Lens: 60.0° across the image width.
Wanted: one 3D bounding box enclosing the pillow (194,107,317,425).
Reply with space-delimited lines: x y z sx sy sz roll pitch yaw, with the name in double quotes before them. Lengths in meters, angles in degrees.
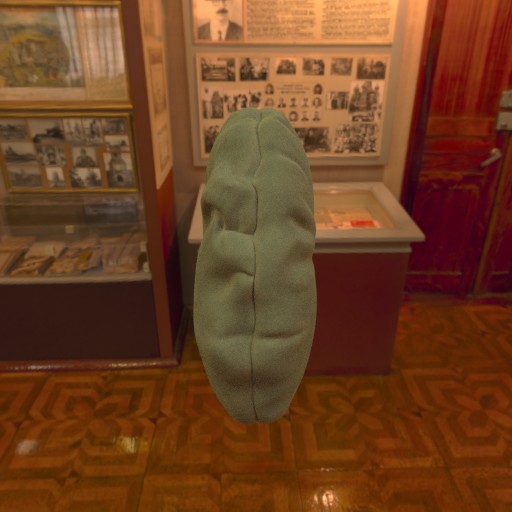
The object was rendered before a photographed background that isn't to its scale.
"pillow" 0.000 0.000 0.638 0.148 0.407 0.428 0 25 0
